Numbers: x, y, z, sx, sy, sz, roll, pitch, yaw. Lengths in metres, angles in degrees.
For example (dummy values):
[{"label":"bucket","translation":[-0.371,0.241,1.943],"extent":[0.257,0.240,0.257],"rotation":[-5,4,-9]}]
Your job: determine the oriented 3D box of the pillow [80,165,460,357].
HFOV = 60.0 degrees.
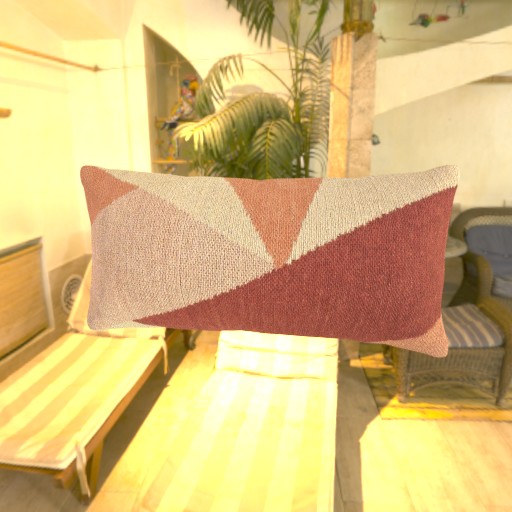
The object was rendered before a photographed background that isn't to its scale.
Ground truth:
[{"label":"pillow","translation":[0.000,0.000,0.718],"extent":[0.609,0.292,0.155],"rotation":[2,15,8]}]
